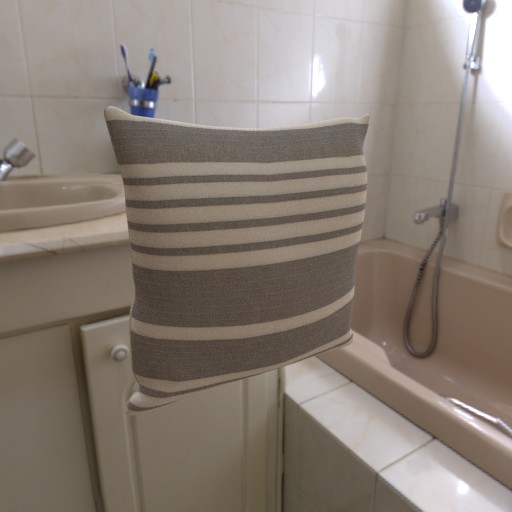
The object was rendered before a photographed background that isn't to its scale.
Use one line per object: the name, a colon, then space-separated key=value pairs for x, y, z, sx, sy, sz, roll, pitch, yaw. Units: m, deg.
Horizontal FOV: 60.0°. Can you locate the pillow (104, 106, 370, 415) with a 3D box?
pillow: x=0.000 y=0.000 z=0.695 sx=0.439 sy=0.440 sz=0.182 roll=-10 pitch=20 yaw=-28
